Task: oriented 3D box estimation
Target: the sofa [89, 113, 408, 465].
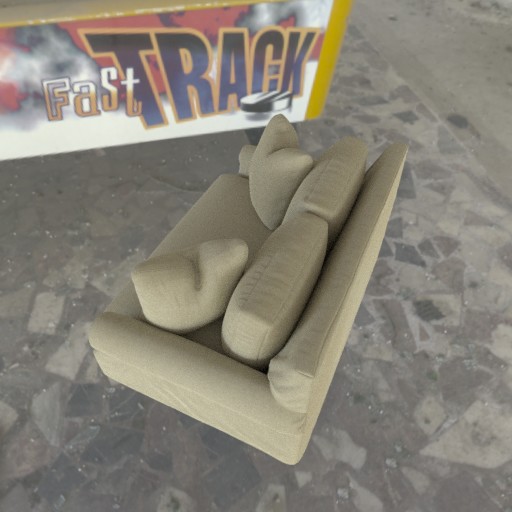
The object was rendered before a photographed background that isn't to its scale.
[{"bbox_3d":[0.000,0.000,2.204,1.070,0.905,1.550,19,50,17],"label":"sofa"}]
